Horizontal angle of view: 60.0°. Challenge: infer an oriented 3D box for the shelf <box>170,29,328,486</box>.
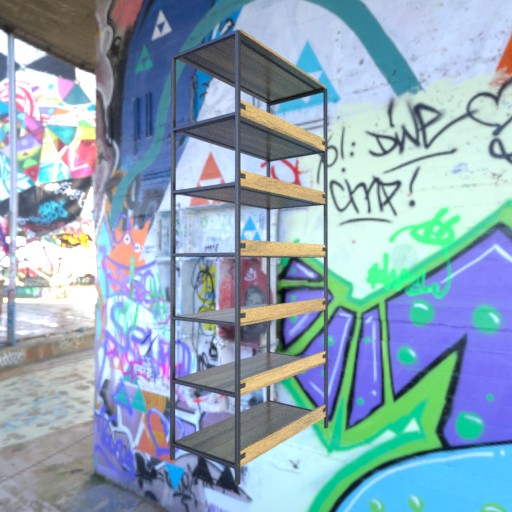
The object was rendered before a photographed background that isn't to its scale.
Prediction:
[{"bbox_3d":[0.000,0.000,2.410,0.431,2.015,0.847,-1,-1,37],"label":"shelf"}]
